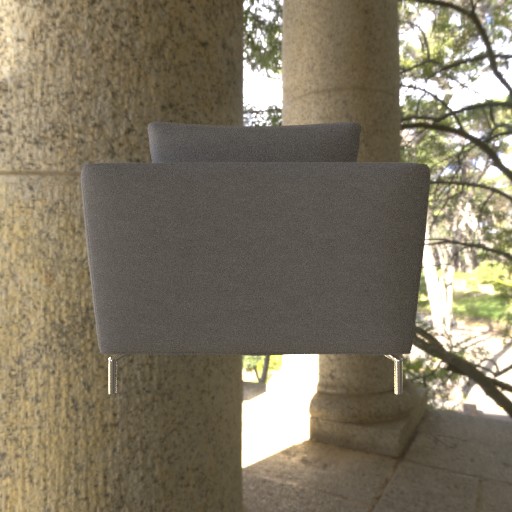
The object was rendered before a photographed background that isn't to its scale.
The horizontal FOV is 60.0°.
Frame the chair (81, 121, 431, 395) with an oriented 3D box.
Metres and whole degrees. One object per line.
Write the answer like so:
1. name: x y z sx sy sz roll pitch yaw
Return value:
1. chair: 0.000 0.000 1.702 1.041 0.864 0.889 0 -1 0
